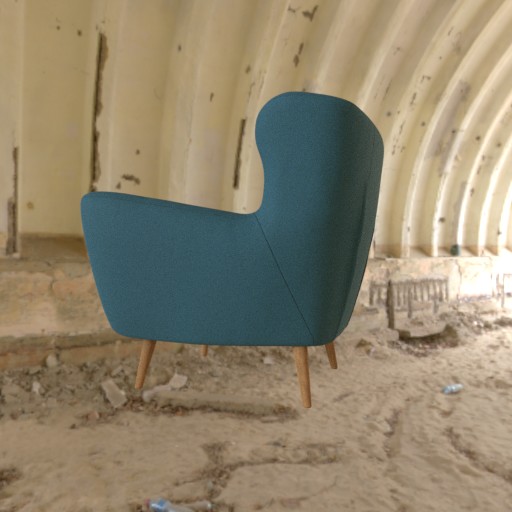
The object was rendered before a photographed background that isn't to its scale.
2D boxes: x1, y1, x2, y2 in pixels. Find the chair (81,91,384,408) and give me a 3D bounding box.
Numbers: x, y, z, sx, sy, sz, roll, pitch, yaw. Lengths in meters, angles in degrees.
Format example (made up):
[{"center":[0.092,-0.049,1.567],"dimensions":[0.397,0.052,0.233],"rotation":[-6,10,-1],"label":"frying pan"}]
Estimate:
[{"center":[0.000,0.000,1.611],"dimensions":[0.889,0.889,0.890],"rotation":[0,1,20],"label":"chair"}]
